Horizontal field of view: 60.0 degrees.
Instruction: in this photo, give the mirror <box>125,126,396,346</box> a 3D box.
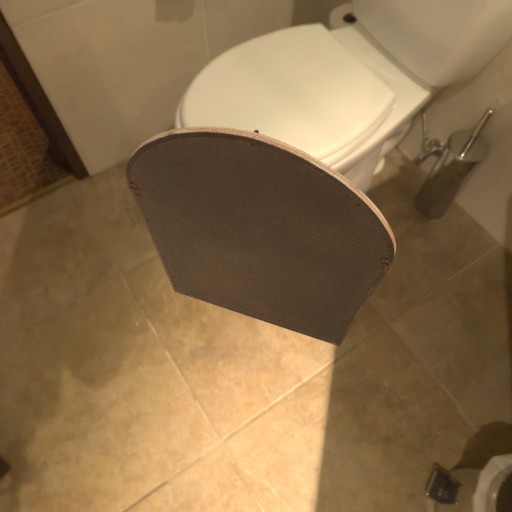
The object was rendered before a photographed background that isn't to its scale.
[{"bbox_3d":[0.000,0.000,1.144,0.609,0.915,0.032,17,65,8],"label":"mirror"}]
